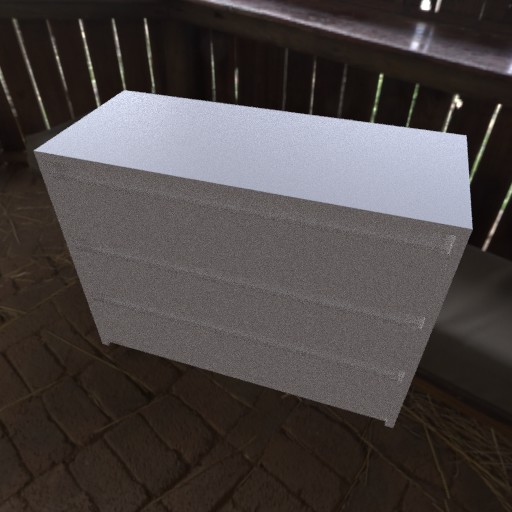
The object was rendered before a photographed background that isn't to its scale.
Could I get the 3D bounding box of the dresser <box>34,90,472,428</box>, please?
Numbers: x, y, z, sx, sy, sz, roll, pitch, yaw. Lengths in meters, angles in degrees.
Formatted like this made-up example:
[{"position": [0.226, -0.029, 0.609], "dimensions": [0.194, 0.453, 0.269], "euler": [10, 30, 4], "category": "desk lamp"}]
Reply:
[{"position": [0.000, 0.000, 1.485], "dimensions": [1.100, 0.820, 0.460], "euler": [12, 42, 14], "category": "dresser"}]
